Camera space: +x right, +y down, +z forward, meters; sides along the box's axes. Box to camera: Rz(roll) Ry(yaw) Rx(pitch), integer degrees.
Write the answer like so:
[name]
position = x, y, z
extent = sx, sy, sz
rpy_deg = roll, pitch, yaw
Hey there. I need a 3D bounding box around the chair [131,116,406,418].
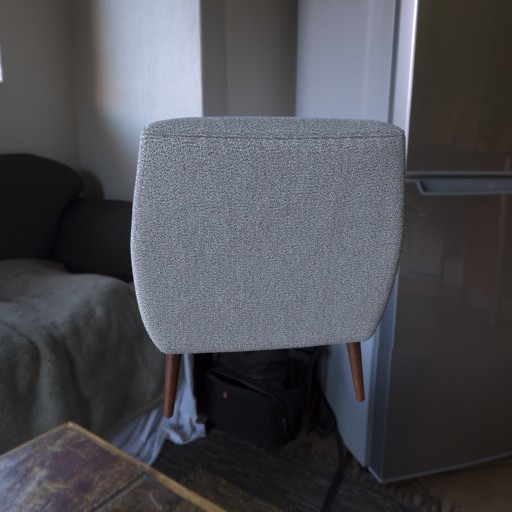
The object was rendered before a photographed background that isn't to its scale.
[chair]
position = 0.000, 0.000, 1.468
extent = 0.762, 0.838, 0.787
rpy_deg = -2, 14, -8
